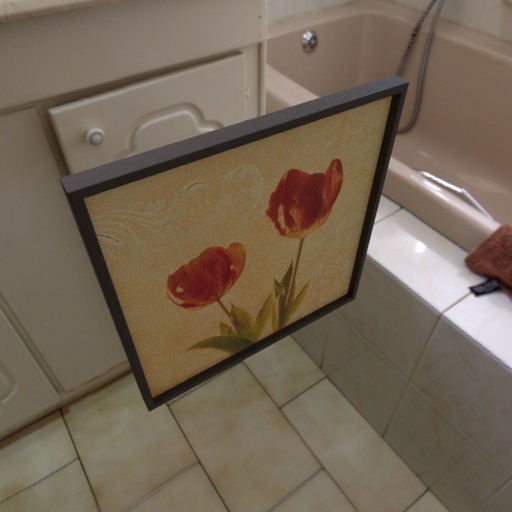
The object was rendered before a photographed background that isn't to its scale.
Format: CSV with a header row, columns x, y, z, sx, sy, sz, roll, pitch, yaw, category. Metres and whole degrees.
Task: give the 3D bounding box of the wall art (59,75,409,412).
x,y,z,sx,sy,sz,roll,pitch,yaw,category
0.000,0.000,0.523,0.349,0.349,0.038,-24,50,-22,wall art
